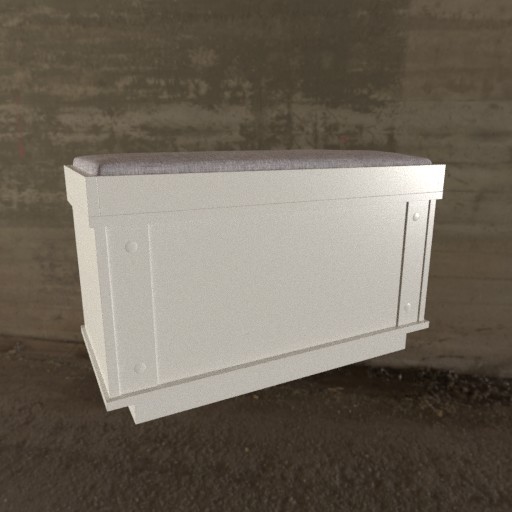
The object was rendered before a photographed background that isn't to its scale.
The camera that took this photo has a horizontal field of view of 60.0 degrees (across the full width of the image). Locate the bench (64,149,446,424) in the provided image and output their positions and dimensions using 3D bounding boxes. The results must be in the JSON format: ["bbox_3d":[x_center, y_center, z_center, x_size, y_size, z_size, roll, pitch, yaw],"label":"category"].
[{"bbox_3d":[0.000,0.000,0.999,0.734,0.461,0.362,-7,16,-26],"label":"bench"}]
